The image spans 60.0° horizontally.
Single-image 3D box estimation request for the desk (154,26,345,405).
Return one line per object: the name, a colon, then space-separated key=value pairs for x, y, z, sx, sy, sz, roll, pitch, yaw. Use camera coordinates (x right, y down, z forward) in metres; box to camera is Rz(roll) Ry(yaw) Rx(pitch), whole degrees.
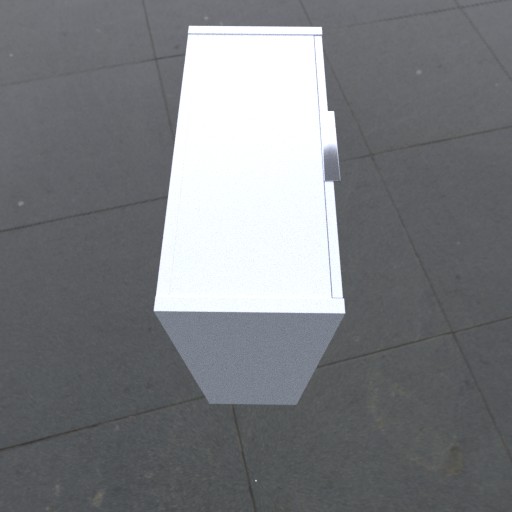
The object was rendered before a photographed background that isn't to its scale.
desk: x=0.000 y=0.000 z=1.590 sx=0.390 sy=1.190 sz=0.850 roll=1 pitch=63 yaw=0
